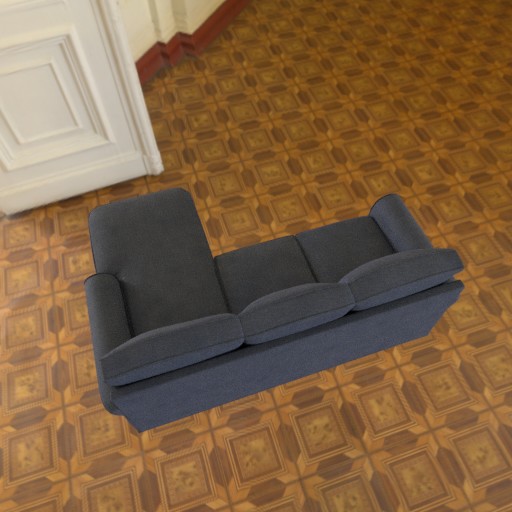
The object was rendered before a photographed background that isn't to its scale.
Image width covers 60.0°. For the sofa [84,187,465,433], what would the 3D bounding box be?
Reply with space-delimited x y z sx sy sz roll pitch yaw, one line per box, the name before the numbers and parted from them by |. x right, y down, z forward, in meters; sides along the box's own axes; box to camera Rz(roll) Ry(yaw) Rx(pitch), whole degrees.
sofa | 0.000 0.000 3.464 2.567 1.063 1.780 -16 58 -10
